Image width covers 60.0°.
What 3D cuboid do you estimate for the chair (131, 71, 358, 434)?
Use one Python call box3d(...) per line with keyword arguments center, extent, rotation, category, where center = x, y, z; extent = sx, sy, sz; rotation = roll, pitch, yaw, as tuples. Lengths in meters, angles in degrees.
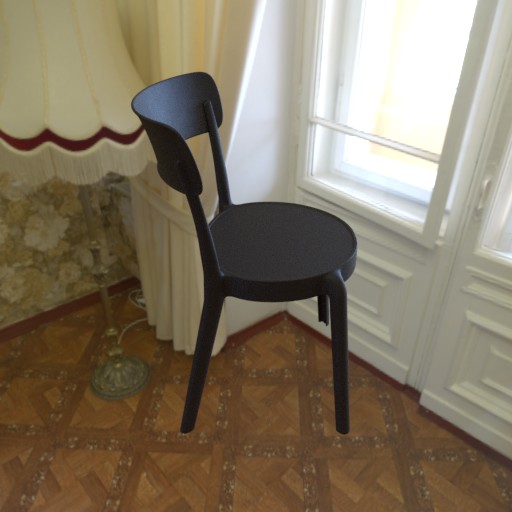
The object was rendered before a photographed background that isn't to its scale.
box3d(center=(0.000, 0.000, 1.114), extent=(0.491, 0.790, 0.506), rotation=(0, 32, 1), category="chair")
